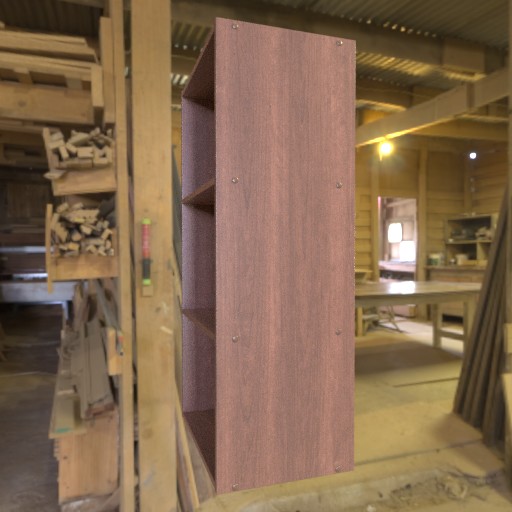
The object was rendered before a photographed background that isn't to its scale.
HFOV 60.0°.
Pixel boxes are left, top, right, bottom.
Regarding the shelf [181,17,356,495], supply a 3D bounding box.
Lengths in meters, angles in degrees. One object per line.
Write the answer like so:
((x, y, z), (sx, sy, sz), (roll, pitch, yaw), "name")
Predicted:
((0.000, 0.000, 1.056), (0.290, 0.879, 0.414), (0, 1, -18), "shelf")
